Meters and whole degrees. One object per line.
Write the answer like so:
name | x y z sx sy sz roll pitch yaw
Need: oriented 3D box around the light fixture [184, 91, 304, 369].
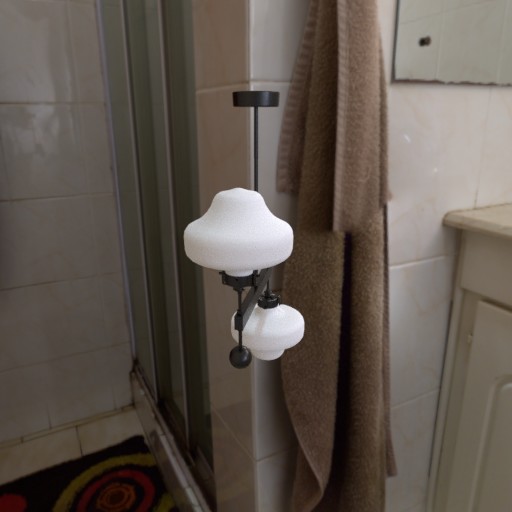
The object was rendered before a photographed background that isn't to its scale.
light fixture | 0.000 0.000 1.070 0.422 0.743 0.489 -8 19 -24
